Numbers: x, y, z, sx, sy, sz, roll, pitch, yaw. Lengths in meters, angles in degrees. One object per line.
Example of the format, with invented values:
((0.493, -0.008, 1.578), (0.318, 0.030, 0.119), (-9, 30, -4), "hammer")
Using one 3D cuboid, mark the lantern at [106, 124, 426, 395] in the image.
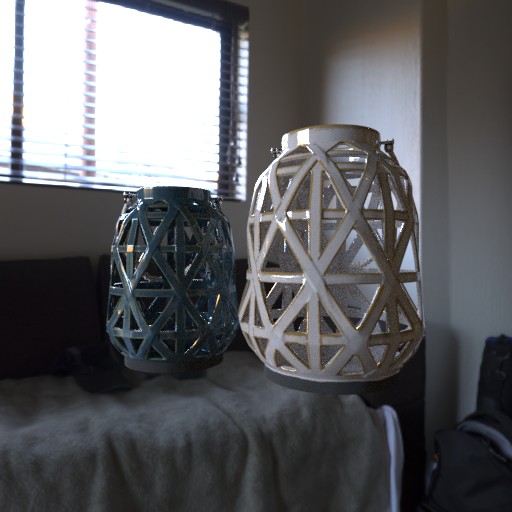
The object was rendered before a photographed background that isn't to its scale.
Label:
((0.000, 0.000, 0.616), (0.439, 0.307, 0.245), (0, 0, 18), "lantern")
